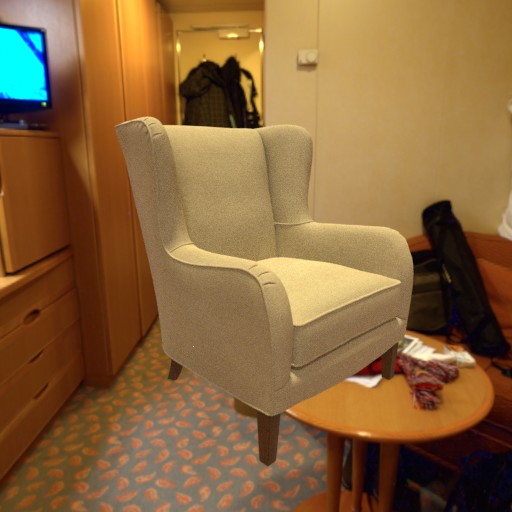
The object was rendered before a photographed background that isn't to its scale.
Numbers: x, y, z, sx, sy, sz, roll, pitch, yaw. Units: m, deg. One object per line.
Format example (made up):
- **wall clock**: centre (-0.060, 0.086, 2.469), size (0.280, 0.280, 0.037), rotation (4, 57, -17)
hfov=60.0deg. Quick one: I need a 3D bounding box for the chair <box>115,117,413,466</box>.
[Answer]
- **chair**: centre (0.000, 0.000, 1.763), size (0.838, 1.040, 0.966), rotation (-13, 19, -43)
